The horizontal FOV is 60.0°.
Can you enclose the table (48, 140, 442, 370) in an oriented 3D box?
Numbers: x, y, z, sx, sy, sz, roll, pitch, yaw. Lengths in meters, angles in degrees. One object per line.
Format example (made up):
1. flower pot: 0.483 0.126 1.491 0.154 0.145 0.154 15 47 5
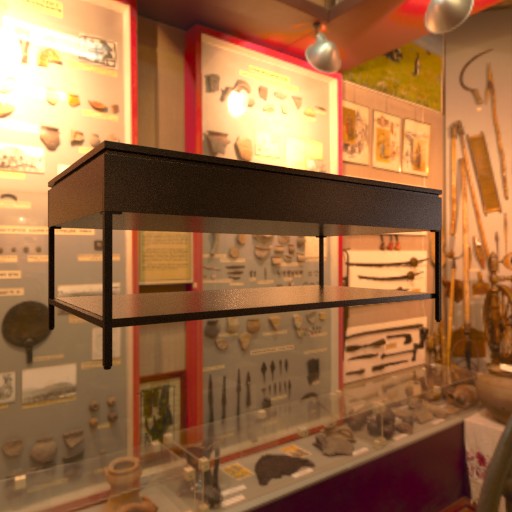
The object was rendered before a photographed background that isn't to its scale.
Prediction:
1. table: 0.000 0.000 1.382 1.095 0.435 0.574 0 0 -35
